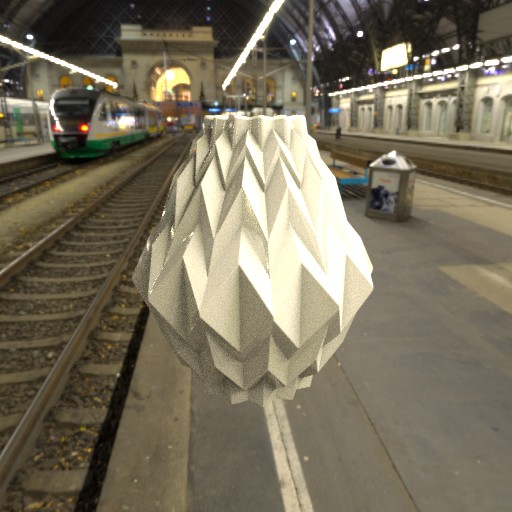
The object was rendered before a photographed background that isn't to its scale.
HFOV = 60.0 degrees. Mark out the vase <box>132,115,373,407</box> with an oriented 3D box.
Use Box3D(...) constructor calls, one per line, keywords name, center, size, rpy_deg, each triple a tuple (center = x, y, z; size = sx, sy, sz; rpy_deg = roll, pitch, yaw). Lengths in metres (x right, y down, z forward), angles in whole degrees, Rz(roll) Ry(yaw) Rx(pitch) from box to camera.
Box3D(name="vase", center=(0.000, 0.000, 0.307), size=(0.164, 0.185, 0.164), rpy_deg=(0, 17, 0))
